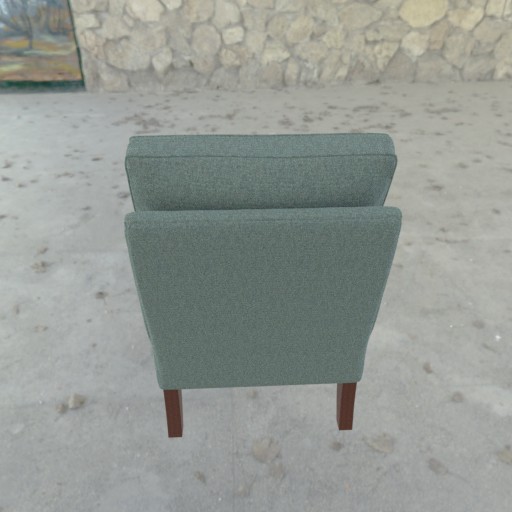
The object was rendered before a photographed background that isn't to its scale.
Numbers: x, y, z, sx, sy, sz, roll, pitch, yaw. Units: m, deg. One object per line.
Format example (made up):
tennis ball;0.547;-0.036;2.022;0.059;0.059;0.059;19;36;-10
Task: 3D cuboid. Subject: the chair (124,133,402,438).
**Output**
chair;0.000;0.000;1.421;0.624;0.901;0.796;-1;31;-2
